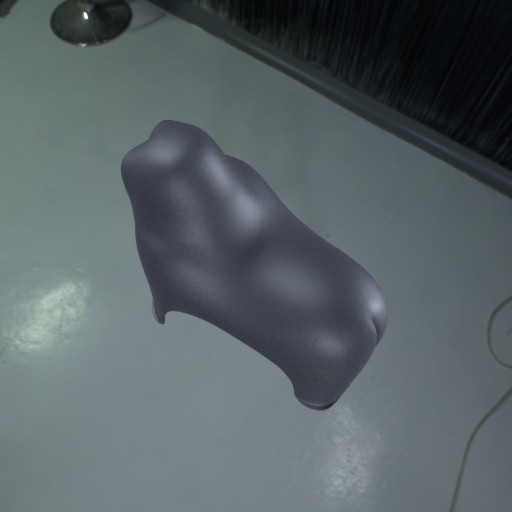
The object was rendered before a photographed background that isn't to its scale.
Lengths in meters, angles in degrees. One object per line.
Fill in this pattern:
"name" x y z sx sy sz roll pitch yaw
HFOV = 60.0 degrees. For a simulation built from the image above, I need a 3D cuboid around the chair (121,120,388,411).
"chair" 0.000 0.000 1.150 0.758 0.600 0.490 32 68 15
